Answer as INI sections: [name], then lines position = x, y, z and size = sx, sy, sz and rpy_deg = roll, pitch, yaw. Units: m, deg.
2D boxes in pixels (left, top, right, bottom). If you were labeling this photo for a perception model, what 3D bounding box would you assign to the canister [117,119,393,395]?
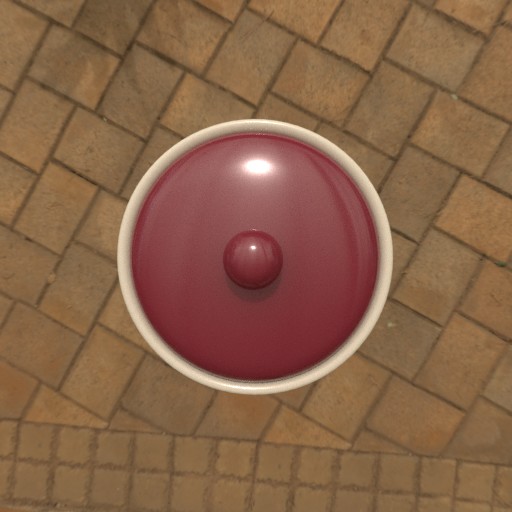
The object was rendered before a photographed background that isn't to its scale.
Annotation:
[canister]
position = 0.000, 0.000, 0.350
size = 0.182, 0.208, 0.182
rpy_deg = 0, 91, 1
